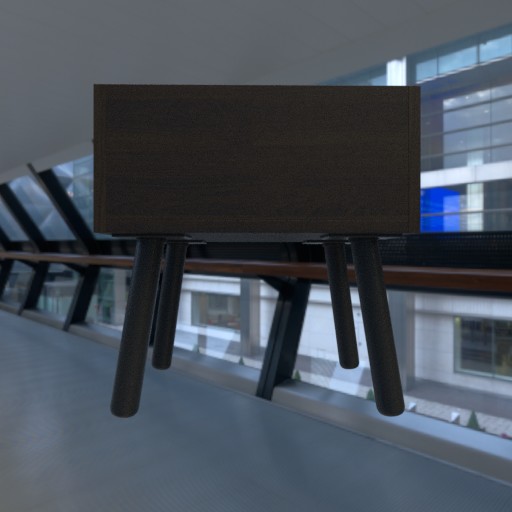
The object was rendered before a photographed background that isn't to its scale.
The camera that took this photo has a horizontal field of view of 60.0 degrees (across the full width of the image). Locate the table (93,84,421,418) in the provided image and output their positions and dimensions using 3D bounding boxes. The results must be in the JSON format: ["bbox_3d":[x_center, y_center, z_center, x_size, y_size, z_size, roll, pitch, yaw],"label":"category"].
[{"bbox_3d":[0.000,0.000,0.794,0.450,0.470,0.370,0,0,-1],"label":"table"}]
